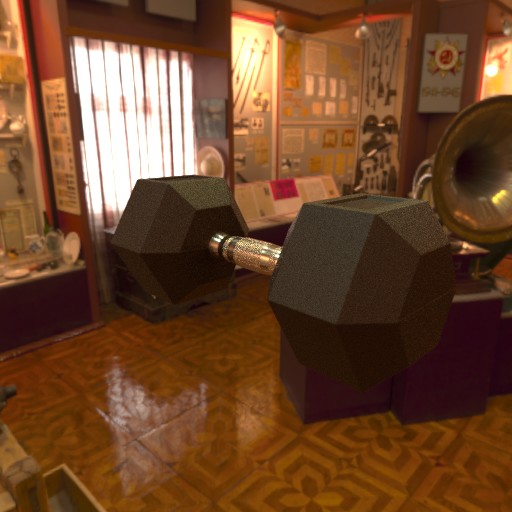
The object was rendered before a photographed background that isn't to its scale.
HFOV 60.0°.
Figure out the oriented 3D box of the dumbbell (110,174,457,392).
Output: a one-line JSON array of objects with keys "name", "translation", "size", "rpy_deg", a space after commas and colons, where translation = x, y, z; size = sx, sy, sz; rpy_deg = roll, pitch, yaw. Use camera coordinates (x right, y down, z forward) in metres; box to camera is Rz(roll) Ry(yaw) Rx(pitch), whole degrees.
[{"name": "dumbbell", "translation": [0.000, 0.000, 0.446], "size": [0.157, 0.137, 0.361], "rpy_deg": [-15, 22, -43]}]
